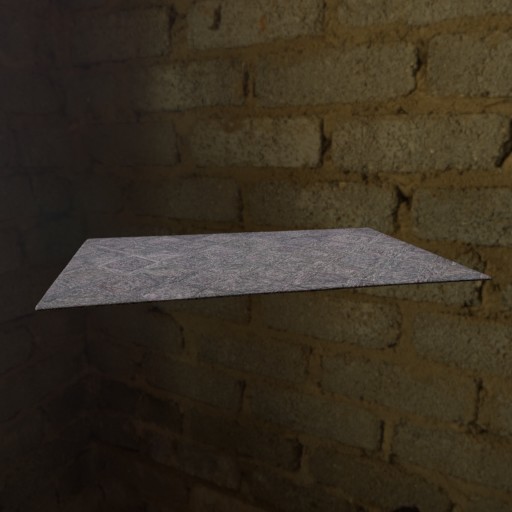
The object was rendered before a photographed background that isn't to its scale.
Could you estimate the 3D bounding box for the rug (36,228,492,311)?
[{"bbox_3d":[0.000,0.000,2.188,1.752,0.013,1.158,-3,15,-11],"label":"rug"}]
